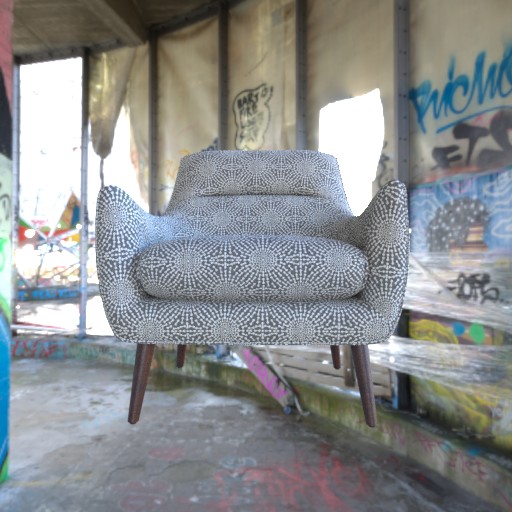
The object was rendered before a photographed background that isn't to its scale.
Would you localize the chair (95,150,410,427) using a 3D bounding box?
[{"bbox_3d":[0.000,0.000,1.432,0.762,0.838,0.787,0,0,2],"label":"chair"}]
